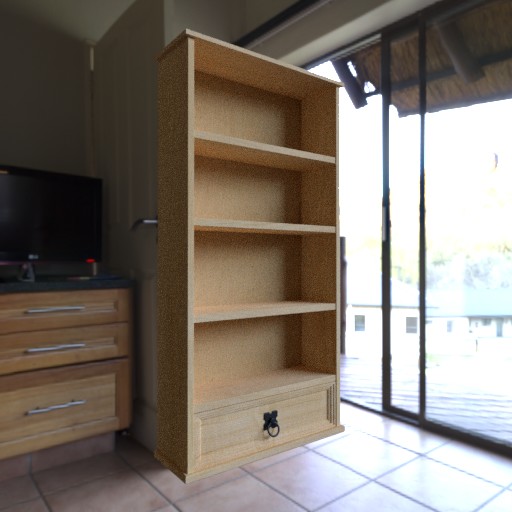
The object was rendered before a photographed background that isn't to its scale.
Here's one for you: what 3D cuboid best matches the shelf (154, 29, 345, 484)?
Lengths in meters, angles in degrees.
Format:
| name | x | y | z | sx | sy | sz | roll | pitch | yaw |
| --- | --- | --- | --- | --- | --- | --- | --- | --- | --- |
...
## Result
| name | x | y | z | sx | sy | sz | roll | pitch | yaw |
| --- | --- | --- | --- | --- | --- | --- | --- | --- | --- |
| shelf | 0.000 | 0.000 | 1.220 | 0.520 | 1.030 | 0.175 | 0 | -1 | -36 |
